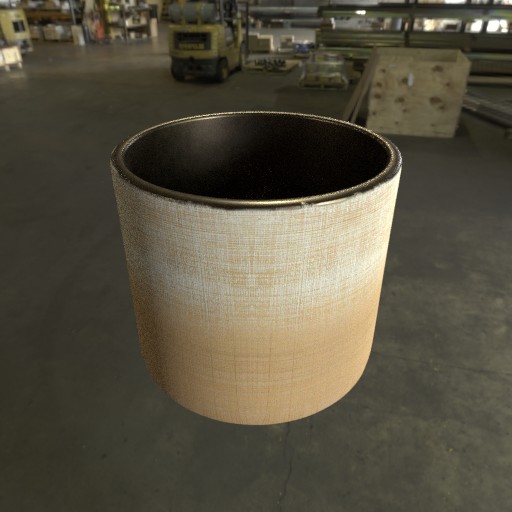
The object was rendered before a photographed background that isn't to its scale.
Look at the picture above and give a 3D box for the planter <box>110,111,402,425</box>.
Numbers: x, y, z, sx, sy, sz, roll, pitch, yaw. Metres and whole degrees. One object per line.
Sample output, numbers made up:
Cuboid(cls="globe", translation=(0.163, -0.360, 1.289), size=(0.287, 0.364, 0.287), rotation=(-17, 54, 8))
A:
Cuboid(cls="planter", translation=(0.000, 0.000, 0.392), size=(0.221, 0.201, 0.221), rotation=(0, 32, 0))
